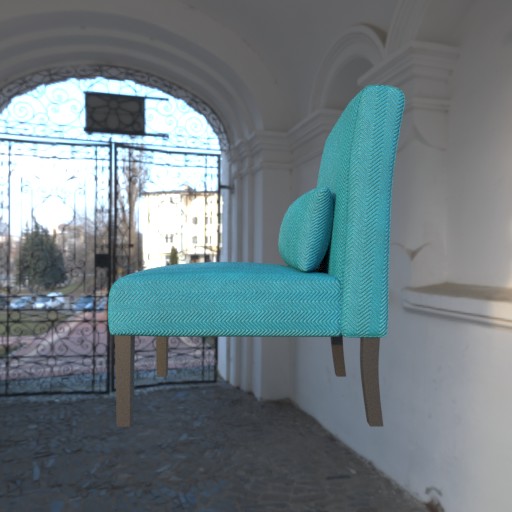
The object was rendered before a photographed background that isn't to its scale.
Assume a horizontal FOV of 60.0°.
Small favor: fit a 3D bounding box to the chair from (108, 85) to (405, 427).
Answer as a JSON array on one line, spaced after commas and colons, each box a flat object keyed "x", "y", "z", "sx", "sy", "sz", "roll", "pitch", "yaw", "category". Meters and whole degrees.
[{"x": 0.000, "y": 0.000, "z": 1.466, "sx": 0.808, "sy": 0.927, "sz": 0.579, "roll": 0, "pitch": 0, "yaw": 0, "category": "chair"}]
